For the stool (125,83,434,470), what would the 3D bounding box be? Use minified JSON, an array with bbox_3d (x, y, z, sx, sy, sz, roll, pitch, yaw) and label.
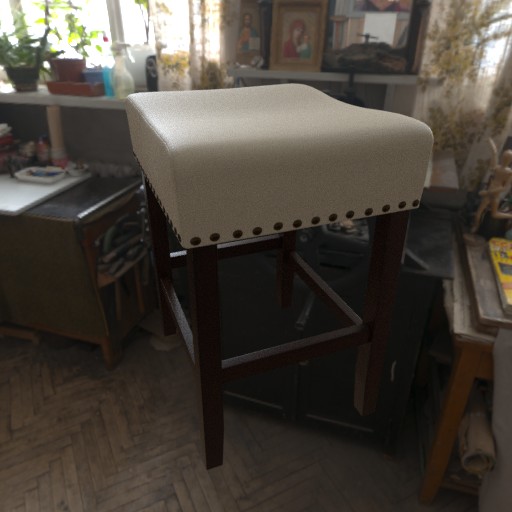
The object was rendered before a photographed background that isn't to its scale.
[{"bbox_3d":[0.000,0.000,0.923,0.401,0.609,0.471,-11,31,-19],"label":"stool"}]
